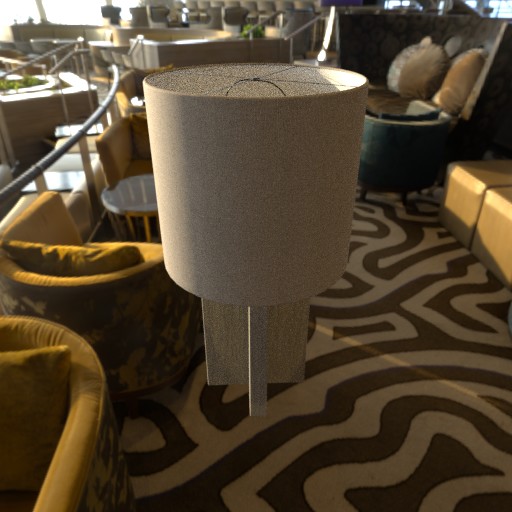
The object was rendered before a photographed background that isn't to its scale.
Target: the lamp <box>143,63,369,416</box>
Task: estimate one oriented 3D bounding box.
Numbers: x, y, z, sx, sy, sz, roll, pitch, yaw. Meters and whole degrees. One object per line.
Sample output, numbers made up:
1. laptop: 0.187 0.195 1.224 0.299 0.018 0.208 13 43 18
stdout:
1. lamp: 0.000 0.000 0.565 0.229 0.428 0.229 -1 30 -2
